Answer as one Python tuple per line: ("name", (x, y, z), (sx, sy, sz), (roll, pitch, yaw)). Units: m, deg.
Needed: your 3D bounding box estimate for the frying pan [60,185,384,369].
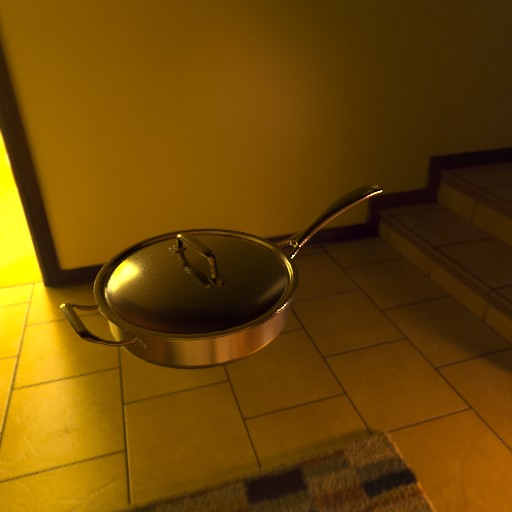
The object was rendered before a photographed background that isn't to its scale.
("frying pan", (0.000, 0.000, 0.677), (0.561, 0.114, 0.280), (-21, 36, -32))
